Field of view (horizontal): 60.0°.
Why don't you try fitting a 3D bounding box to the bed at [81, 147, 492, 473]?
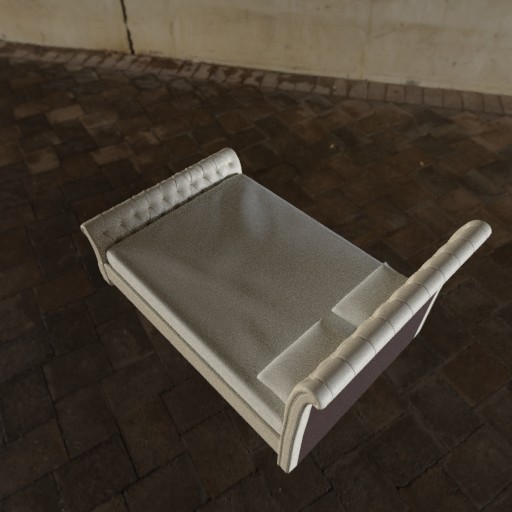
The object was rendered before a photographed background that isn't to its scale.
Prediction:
[{"bbox_3d":[0.000,0.000,3.363,1.606,1.268,2.493,-35,57,-28],"label":"bed"}]
